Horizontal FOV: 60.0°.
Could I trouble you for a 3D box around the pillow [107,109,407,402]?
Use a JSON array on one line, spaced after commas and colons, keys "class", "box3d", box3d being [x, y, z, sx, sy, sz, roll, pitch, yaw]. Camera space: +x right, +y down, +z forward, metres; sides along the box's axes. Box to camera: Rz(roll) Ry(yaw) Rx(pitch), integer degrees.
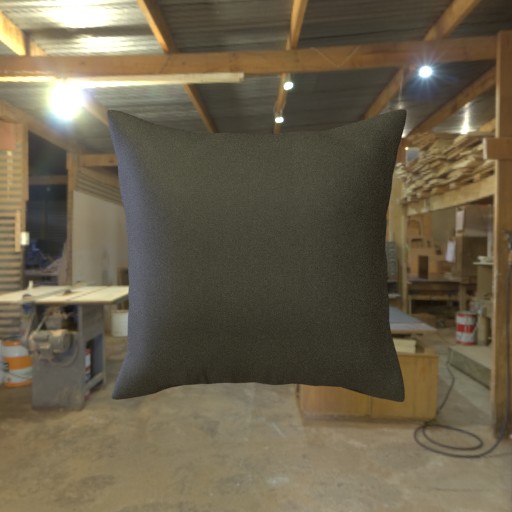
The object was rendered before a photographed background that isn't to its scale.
[{"class": "pillow", "box3d": [0.000, 0.000, 0.751, 0.504, 0.494, 0.188, 0, 1, 1]}]
